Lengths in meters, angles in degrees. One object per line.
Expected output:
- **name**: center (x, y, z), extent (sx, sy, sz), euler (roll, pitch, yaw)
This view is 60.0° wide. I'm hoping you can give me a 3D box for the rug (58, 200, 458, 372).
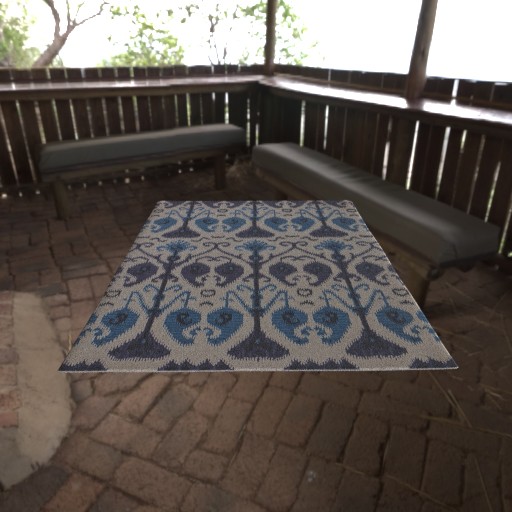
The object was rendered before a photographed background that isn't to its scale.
- **rug**: center (0.000, 0.000, 4.142), extent (2.443, 0.024, 3.228), euler (0, 25, -1)
